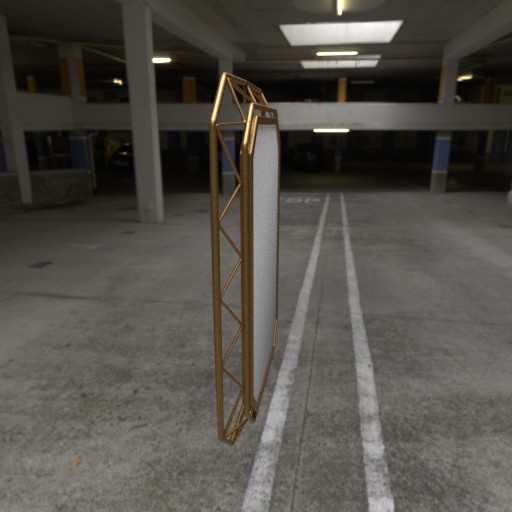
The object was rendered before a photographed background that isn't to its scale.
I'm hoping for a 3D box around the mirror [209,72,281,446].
[{"bbox_3d":[0.000,0.000,0.763,0.042,0.566,0.417,3,17,9],"label":"mirror"}]
